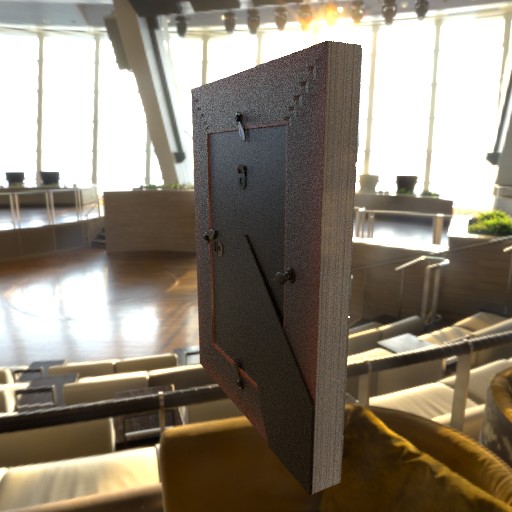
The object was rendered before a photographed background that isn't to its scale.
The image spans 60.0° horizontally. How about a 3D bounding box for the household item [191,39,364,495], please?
[{"bbox_3d":[0.000,0.000,0.279,0.025,0.216,0.165,-7,15,-27],"label":"household item"}]
